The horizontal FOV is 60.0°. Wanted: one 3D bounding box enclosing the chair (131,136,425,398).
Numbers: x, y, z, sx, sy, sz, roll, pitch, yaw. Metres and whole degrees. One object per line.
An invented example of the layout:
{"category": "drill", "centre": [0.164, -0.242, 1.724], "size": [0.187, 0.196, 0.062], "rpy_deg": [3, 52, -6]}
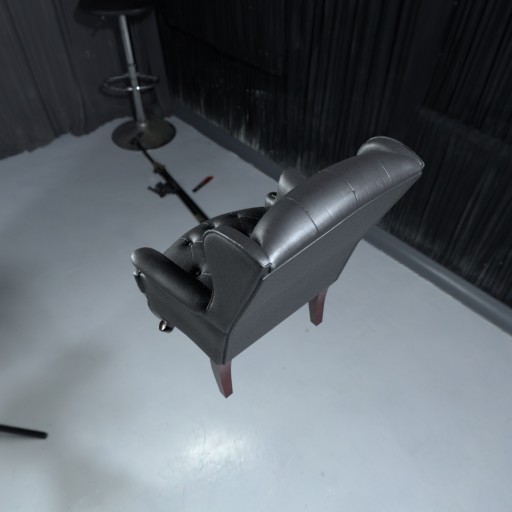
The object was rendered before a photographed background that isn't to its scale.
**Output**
{"category": "chair", "centre": [0.000, 0.000, 1.742], "size": [0.831, 1.133, 0.822], "rpy_deg": [-32, 54, -27]}
